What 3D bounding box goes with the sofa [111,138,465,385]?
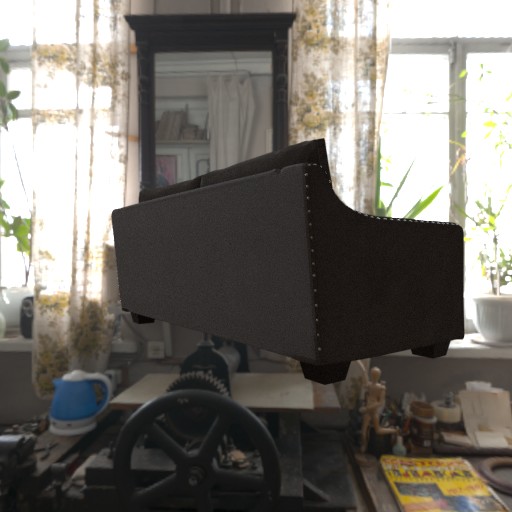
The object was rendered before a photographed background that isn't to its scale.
[{"bbox_3d":[0.000,0.000,3.311,1.336,1.196,2.550,0,0,-36],"label":"sofa"}]
